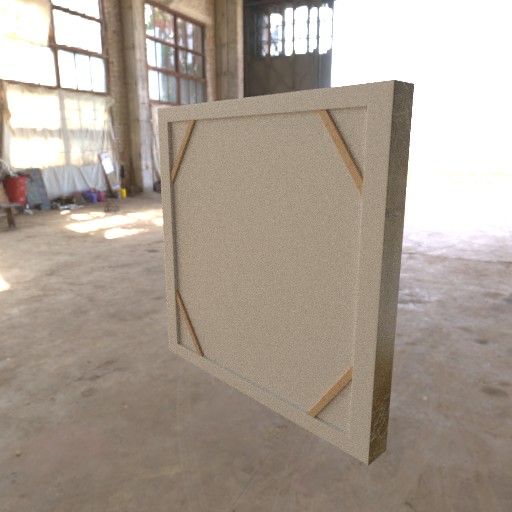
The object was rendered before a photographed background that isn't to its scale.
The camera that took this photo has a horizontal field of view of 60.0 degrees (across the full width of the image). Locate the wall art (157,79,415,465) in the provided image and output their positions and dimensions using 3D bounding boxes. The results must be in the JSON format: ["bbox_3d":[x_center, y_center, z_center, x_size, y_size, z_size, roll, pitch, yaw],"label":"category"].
[{"bbox_3d":[0.000,0.000,0.605,0.038,0.407,0.405,-12,18,-42],"label":"wall art"}]
